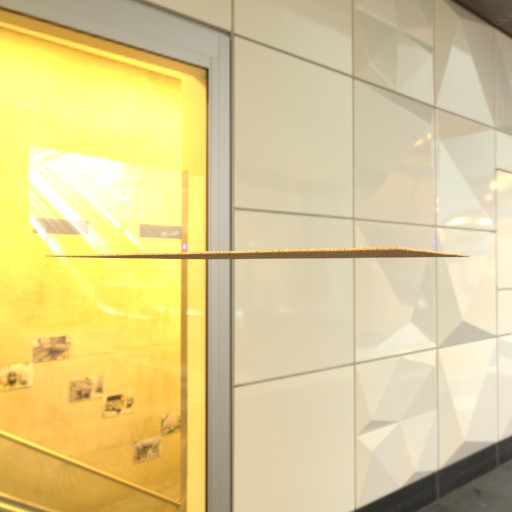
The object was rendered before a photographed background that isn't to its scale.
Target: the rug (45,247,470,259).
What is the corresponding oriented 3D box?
[{"bbox_3d":[0.000,0.000,2.304,1.840,0.013,1.225,-1,-2,35],"label":"rug"}]
